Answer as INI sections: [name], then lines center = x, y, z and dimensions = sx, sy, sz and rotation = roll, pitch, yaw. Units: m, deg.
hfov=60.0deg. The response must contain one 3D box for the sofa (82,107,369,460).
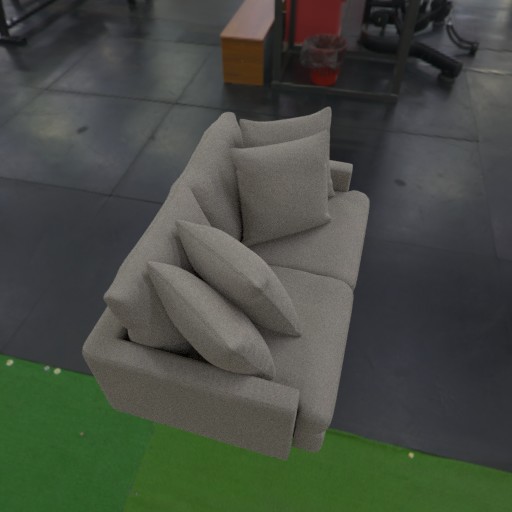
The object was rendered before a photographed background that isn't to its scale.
[sofa]
center = 0.000, 0.000, 2.659
dimensions = 1.228, 1.080, 1.869
rotation = 12, 49, 11
